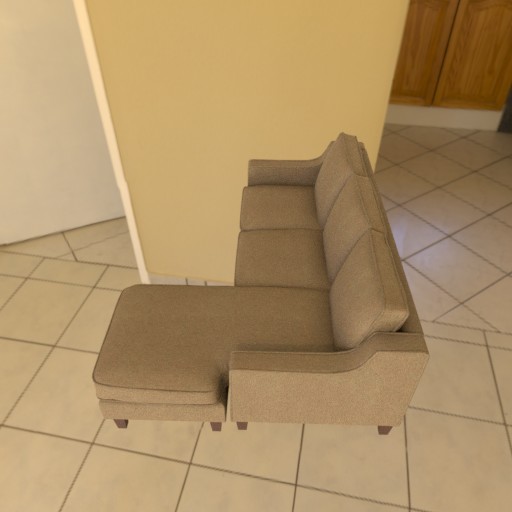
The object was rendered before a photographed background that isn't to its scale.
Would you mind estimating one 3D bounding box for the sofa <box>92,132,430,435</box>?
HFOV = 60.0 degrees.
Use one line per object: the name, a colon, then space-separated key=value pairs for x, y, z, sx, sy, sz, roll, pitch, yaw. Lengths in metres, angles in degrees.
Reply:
sofa: x=0.000 y=0.000 z=3.313 sx=1.858 sy=1.081 sz=2.317 roll=1 pitch=41 yaw=1
